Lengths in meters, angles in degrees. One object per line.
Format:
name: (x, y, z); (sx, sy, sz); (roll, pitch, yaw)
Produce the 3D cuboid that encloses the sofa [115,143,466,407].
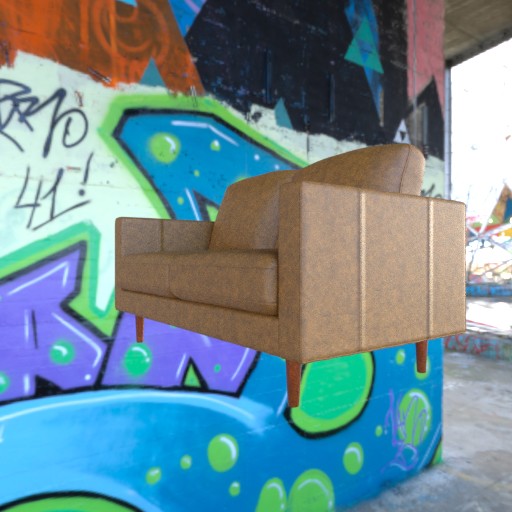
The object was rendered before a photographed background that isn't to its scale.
sofa: (0.000, 0.000, 2.116); (0.909, 0.951, 1.578); (0, 0, -36)
